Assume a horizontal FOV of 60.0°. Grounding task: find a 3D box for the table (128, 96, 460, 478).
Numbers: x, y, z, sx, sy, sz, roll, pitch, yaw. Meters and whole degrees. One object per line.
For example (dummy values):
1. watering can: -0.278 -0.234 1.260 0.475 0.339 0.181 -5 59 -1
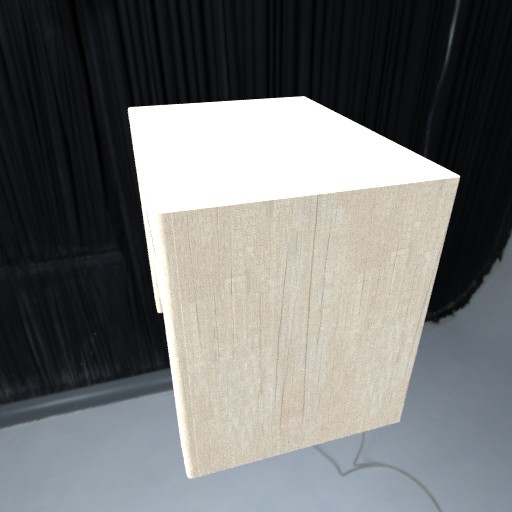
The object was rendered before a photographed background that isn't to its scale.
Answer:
1. table: 0.000 0.000 0.926 0.420 0.510 0.570 -9 32 -14
